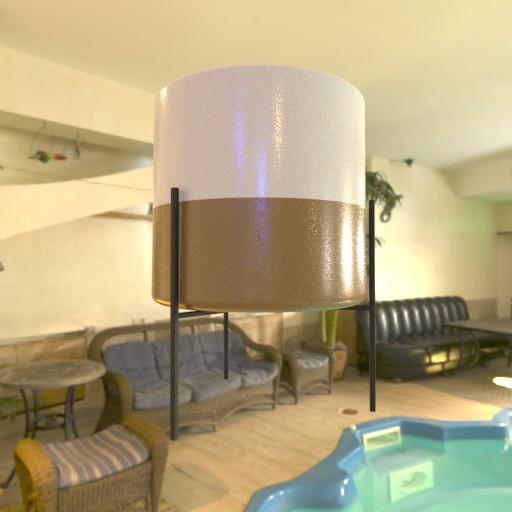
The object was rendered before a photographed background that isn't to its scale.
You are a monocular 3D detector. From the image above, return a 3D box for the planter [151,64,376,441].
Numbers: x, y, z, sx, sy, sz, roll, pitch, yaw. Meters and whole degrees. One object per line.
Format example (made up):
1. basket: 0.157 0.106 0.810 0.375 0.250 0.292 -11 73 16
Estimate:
1. planter: 0.000 0.000 0.645 0.310 0.432 0.310 1 -1 -36
